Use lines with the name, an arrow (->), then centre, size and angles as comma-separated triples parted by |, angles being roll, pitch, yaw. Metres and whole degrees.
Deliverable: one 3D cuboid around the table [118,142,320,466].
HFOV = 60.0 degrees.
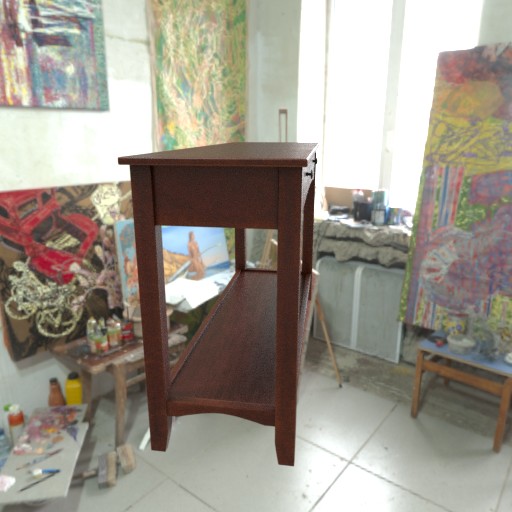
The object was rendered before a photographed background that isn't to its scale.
table -> 0.000, 0.000, 1.547 | 0.392, 0.739, 1.188 | 2, 16, 9
